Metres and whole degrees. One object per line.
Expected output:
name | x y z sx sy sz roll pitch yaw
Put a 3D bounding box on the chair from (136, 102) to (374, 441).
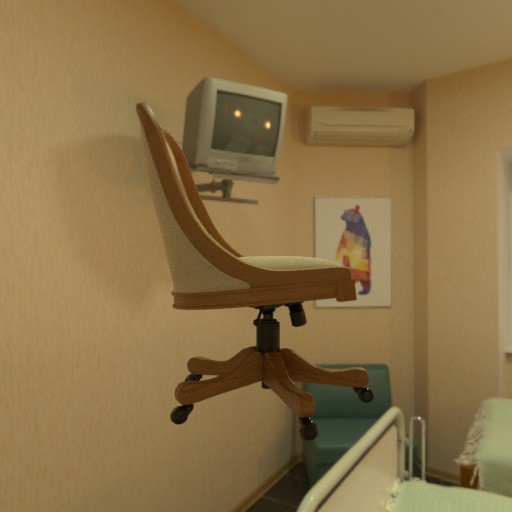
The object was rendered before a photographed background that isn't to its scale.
chair | 0.000 0.000 1.544 0.811 1.009 0.702 0 -1 2
